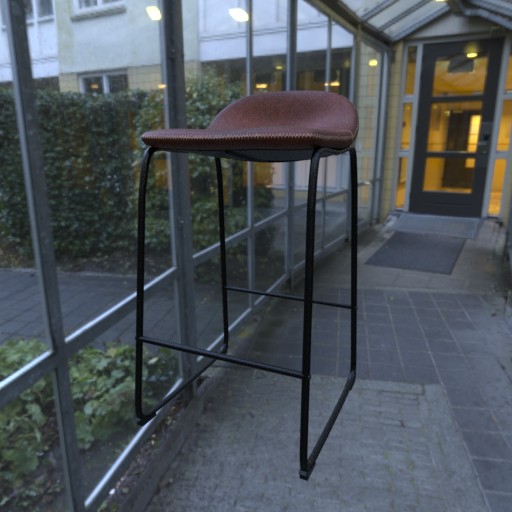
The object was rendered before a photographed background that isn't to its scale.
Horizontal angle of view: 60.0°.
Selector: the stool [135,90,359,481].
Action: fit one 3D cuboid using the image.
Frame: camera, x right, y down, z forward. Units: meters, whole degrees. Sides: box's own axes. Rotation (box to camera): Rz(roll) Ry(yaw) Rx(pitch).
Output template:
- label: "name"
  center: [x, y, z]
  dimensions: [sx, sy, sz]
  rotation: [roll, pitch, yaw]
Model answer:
- label: "stool"
  center: [0.000, 0.000, 1.124]
  dimensions: [0.454, 0.830, 0.473]
  rotation: [7, 16, 24]
